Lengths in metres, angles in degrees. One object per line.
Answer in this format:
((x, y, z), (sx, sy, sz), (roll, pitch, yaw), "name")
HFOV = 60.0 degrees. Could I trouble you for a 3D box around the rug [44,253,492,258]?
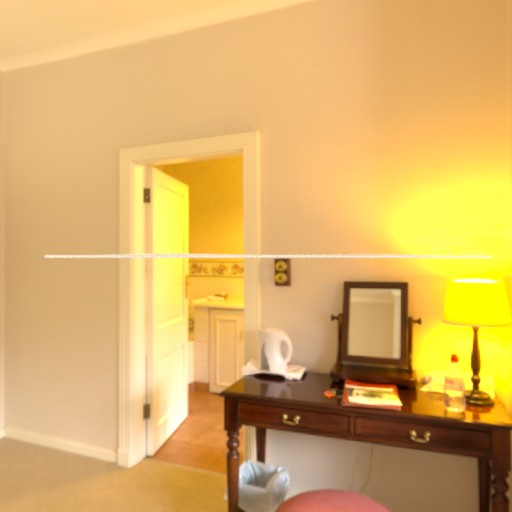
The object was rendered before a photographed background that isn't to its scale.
((0.000, 0.000, 3.097), (2.438, 0.026, 1.706), (0, 0, -16), "rug")
